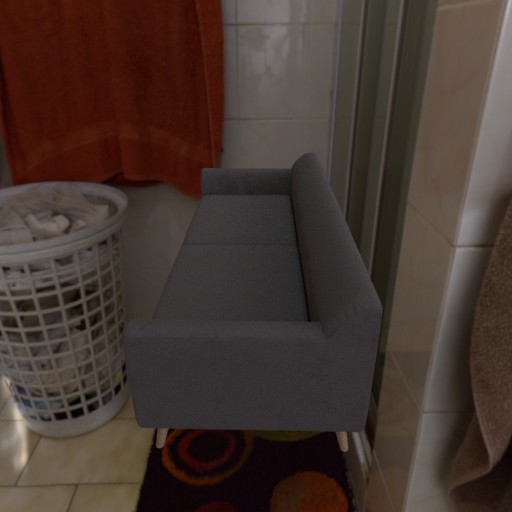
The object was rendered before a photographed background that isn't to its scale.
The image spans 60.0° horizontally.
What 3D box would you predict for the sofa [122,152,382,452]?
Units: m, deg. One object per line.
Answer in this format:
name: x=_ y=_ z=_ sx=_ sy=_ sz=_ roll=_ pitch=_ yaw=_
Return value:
sofa: x=0.000 y=0.000 z=2.592 sx=0.900 sy=0.740 sz=2.190 roll=1 pitch=26 yaw=1
